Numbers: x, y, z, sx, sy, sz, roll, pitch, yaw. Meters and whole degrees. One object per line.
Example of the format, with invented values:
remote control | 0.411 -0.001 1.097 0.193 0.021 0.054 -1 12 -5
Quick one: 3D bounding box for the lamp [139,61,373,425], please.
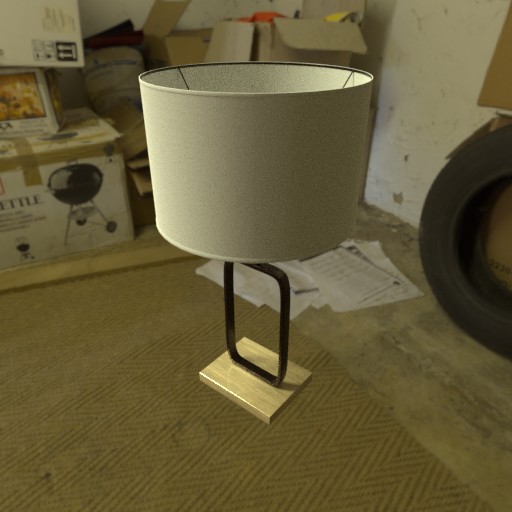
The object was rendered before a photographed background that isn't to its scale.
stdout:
lamp | 0.000 0.000 0.664 0.279 0.508 0.279 21 36 33
